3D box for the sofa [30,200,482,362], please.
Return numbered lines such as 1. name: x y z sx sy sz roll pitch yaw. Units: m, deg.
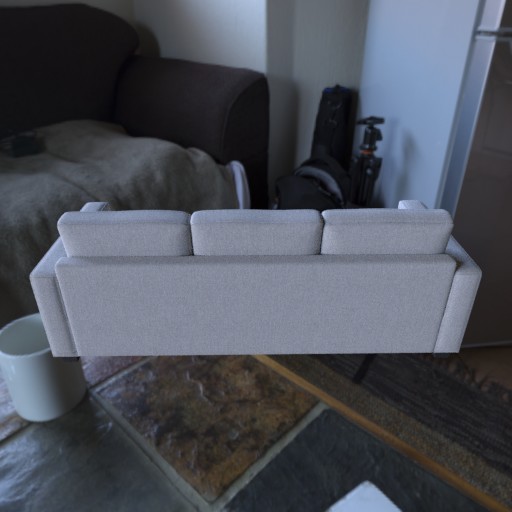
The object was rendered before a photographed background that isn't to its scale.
1. sofa: 0.000 0.000 2.504 2.120 0.800 0.900 0 30 -1
